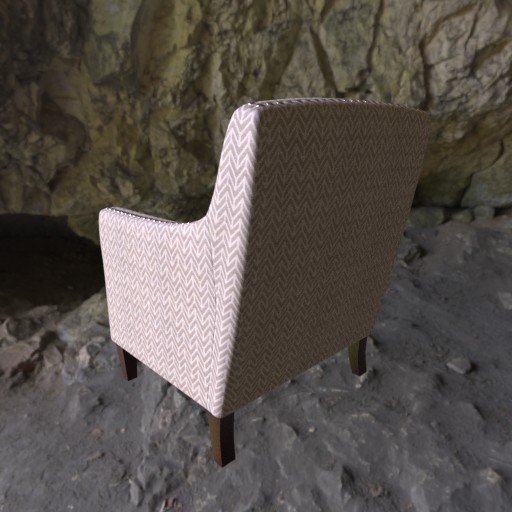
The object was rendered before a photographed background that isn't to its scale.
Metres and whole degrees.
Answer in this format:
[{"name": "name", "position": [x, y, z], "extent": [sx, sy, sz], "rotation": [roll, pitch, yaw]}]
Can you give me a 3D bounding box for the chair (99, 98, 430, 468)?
[{"name": "chair", "position": [0.000, 0.000, 1.251], "extent": [0.623, 0.816, 0.651], "rotation": [-15, 23, -41]}]
